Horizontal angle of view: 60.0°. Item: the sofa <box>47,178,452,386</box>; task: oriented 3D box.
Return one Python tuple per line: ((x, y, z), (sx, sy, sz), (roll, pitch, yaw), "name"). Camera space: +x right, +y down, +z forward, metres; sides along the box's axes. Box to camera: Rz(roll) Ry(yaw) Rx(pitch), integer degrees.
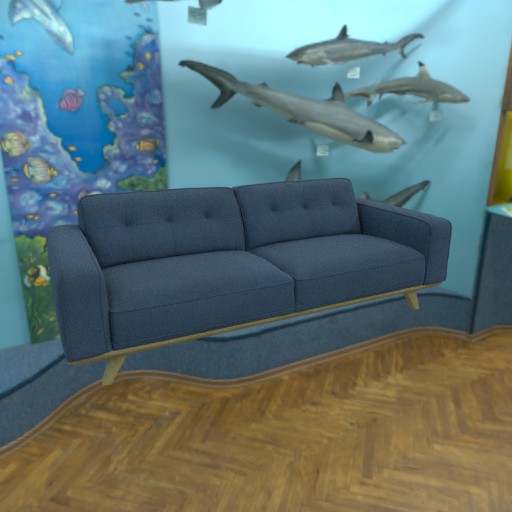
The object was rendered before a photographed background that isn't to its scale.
((0.000, 0.000, 2.688), (2.270, 0.782, 0.953), (-8, 19, -25), "sofa")
